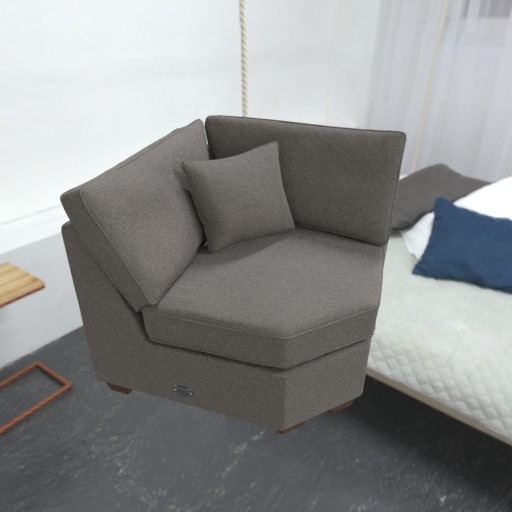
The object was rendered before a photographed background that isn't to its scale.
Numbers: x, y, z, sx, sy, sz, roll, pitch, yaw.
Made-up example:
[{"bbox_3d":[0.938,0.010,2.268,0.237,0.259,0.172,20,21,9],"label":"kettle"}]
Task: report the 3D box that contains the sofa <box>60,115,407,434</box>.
[{"bbox_3d":[0.000,0.000,1.841,1.042,0.951,1.050,10,31,17],"label":"sofa"}]
